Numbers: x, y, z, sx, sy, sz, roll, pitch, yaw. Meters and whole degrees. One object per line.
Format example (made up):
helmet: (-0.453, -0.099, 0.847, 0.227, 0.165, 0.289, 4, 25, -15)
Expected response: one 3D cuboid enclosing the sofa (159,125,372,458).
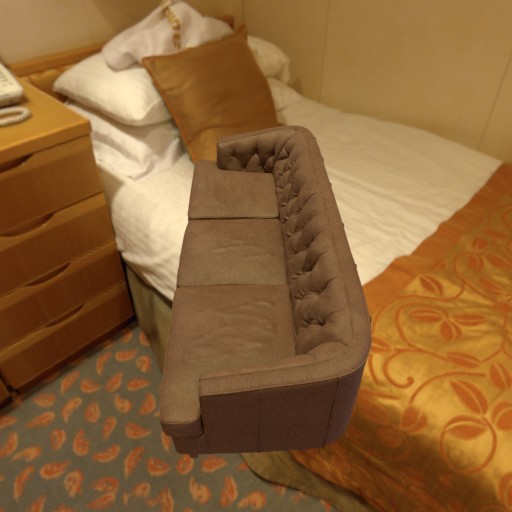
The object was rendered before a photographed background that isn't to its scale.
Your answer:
sofa: (0.000, 0.000, 2.705, 0.927, 0.787, 2.227, -1, 41, -2)
